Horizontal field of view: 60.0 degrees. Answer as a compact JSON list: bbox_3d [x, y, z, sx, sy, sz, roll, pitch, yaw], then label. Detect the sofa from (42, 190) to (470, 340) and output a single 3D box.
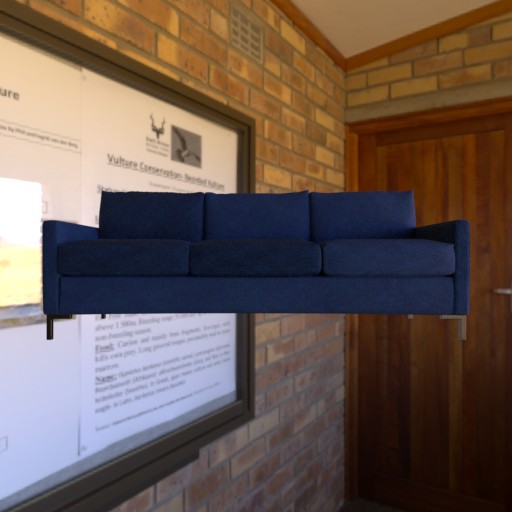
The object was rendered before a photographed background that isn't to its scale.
[{"bbox_3d":[0.000,0.000,2.698,2.252,0.879,0.875,0,0,0],"label":"sofa"}]
